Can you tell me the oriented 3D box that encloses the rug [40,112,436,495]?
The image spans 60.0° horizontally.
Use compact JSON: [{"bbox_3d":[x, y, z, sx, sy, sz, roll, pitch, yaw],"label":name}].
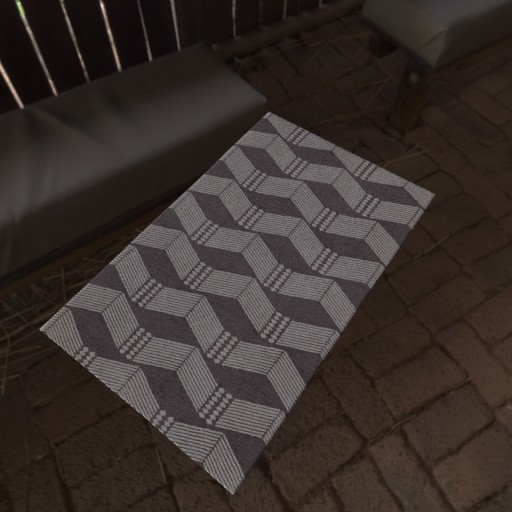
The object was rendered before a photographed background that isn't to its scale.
[{"bbox_3d":[0.000,0.000,3.005,1.517,0.011,2.435,32,64,18],"label":"rug"}]
